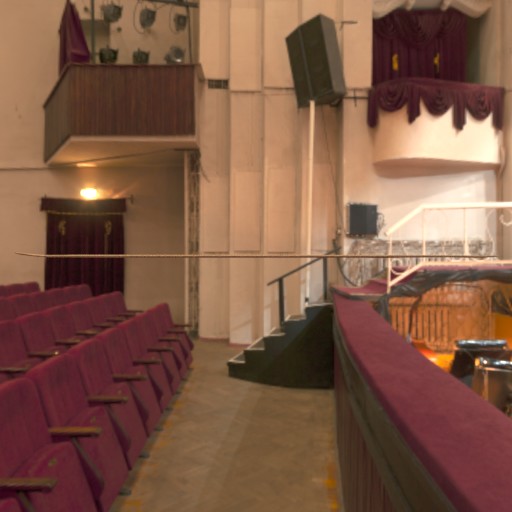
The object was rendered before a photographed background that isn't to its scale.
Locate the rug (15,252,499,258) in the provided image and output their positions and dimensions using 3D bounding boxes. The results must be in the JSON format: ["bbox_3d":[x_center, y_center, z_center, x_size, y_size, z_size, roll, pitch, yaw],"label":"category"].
[{"bbox_3d":[0.000,0.000,3.774,2.897,0.035,2.277,0,0,-1],"label":"rug"}]
